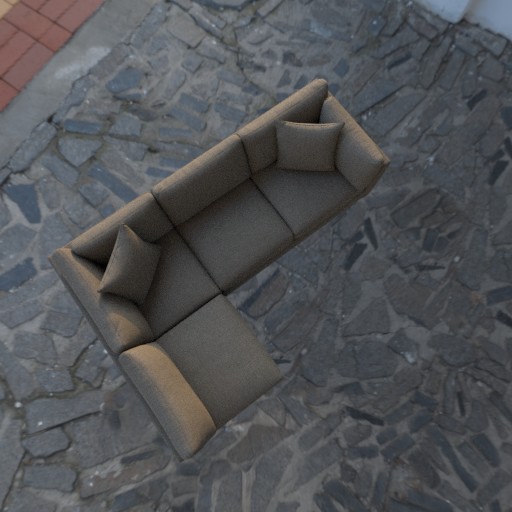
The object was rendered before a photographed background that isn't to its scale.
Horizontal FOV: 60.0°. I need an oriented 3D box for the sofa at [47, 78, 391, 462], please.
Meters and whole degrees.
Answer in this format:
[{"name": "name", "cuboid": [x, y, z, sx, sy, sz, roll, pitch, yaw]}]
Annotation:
[{"name": "sofa", "cuboid": [0.000, 0.000, 3.899, 2.896, 0.978, 1.994, -36, 79, -8]}]
